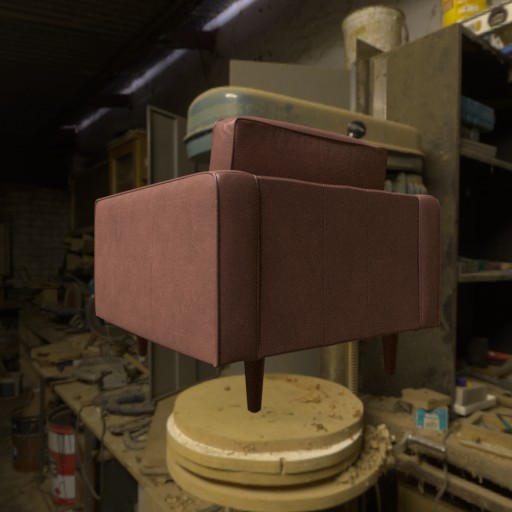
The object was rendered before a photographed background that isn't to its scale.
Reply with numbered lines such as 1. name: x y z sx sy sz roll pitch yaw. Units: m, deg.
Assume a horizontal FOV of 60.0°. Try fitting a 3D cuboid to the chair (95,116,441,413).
1. chair: 0.000 0.000 1.564 0.920 0.770 0.900 -1 1 -36
